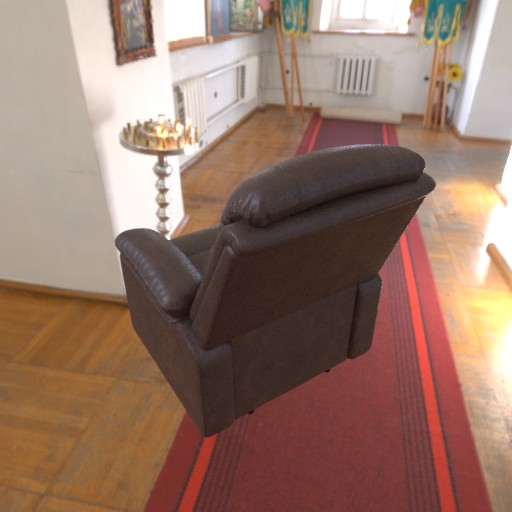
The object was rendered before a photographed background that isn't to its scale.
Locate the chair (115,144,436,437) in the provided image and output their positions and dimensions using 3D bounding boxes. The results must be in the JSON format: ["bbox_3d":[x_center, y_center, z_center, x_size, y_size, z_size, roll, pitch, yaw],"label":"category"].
[{"bbox_3d":[0.000,0.000,1.653,0.855,0.992,0.919,-19,36,-28],"label":"chair"}]
